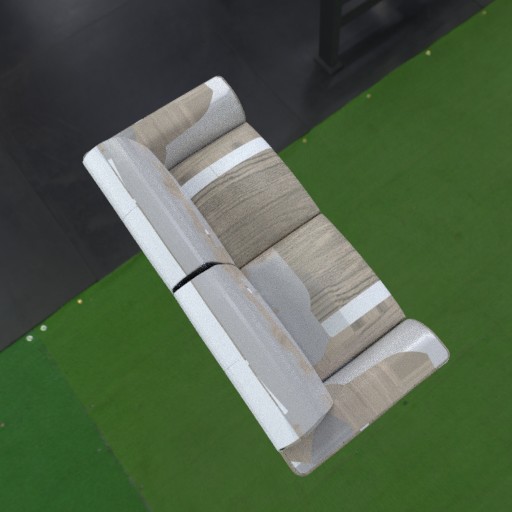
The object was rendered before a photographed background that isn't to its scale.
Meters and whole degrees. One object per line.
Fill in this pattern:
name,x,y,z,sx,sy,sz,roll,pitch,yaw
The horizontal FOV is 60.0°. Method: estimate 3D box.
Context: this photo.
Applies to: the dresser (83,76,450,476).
dresser,0.000,0.000,5.606,2.251,1.863,4.679,-35,76,-10
